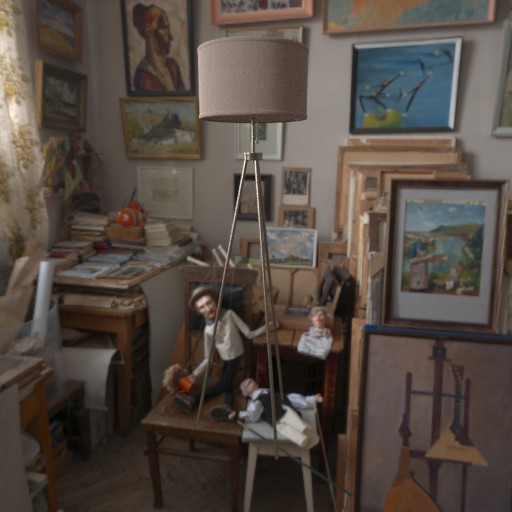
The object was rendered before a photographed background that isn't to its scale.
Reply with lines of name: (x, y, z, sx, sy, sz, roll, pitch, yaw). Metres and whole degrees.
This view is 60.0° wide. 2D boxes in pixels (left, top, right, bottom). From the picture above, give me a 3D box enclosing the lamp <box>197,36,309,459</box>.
lamp: (0.000, 0.000, 1.782, 0.449, 1.545, 0.460, -6, 14, -26)
